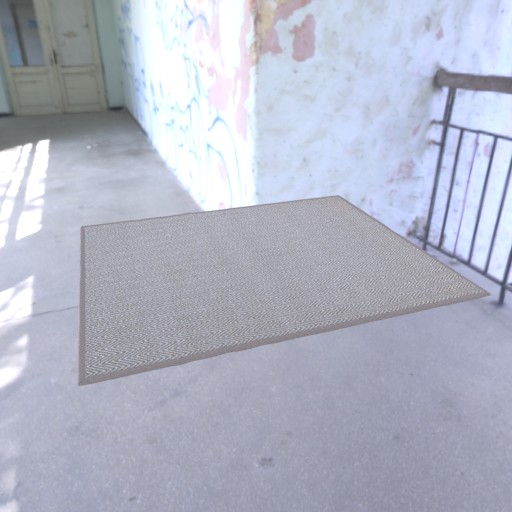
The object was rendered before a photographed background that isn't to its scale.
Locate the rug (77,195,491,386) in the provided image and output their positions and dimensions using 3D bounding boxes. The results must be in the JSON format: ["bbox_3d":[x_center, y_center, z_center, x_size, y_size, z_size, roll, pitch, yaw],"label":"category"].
[{"bbox_3d":[0.000,0.000,4.000,3.007,0.032,2.434,-9,28,-17],"label":"rug"}]
